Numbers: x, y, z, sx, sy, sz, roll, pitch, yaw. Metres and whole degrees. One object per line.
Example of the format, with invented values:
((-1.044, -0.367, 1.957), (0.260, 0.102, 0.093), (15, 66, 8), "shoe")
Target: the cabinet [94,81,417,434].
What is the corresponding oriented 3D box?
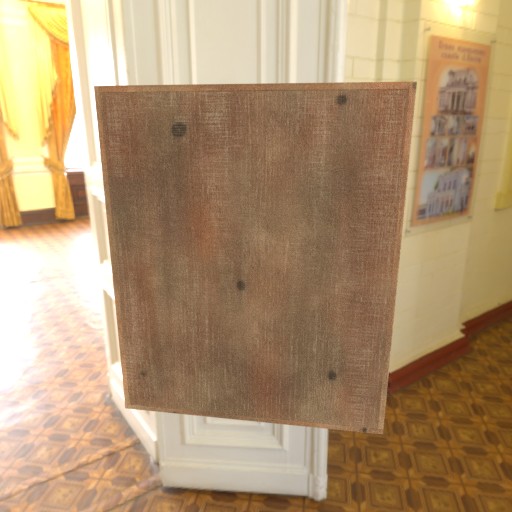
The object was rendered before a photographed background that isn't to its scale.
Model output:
((0.000, 0.000, 0.832), (0.489, 0.590, 0.184), (3, 17, 9), "cabinet")
